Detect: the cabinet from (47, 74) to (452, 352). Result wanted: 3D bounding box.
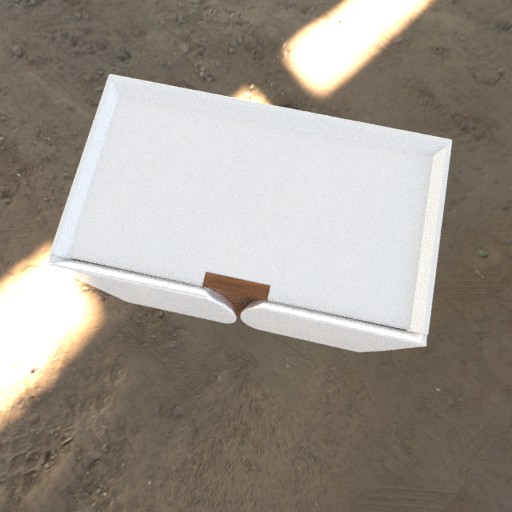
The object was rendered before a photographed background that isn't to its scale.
[{"bbox_3d":[0.000,0.000,1.082,0.591,0.772,0.344,12,77,3],"label":"cabinet"}]
